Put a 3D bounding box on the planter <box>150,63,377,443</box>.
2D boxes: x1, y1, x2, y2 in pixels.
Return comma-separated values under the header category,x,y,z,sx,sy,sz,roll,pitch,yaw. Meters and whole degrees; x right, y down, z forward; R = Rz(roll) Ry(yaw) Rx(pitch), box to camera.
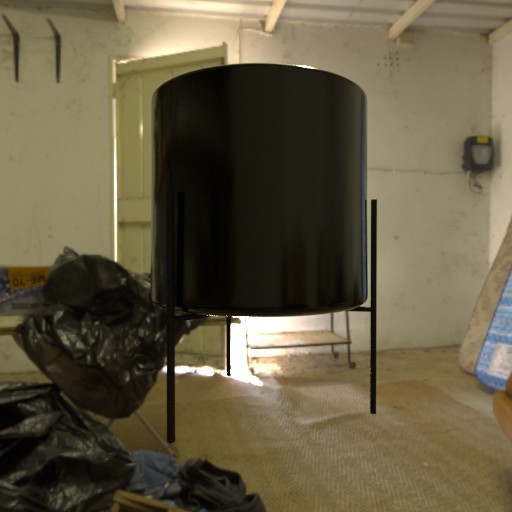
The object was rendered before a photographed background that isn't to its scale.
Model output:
category,x,y,z,sx,sy,sz,roll,pitch,yaw
planter,0.000,0.000,0.637,0.310,0.432,0.310,-1,1,-34
